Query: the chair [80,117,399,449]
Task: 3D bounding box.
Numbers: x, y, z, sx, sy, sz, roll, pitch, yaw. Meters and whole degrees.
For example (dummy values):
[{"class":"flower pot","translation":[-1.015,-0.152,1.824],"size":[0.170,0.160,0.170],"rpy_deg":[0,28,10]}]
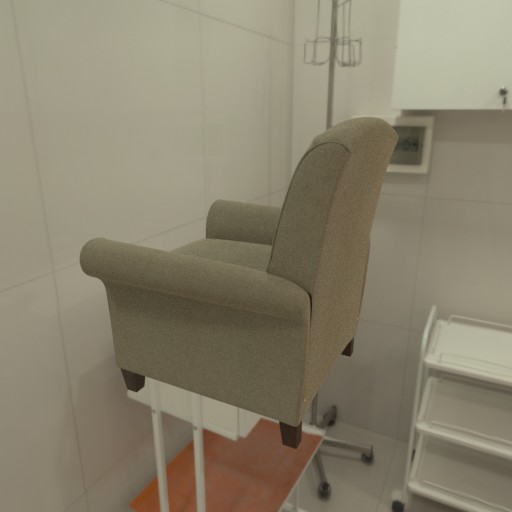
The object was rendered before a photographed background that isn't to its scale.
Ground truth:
[{"class":"chair","translation":[0.000,0.000,1.766],"size":[0.905,1.061,0.978],"rpy_deg":[9,20,26]}]
